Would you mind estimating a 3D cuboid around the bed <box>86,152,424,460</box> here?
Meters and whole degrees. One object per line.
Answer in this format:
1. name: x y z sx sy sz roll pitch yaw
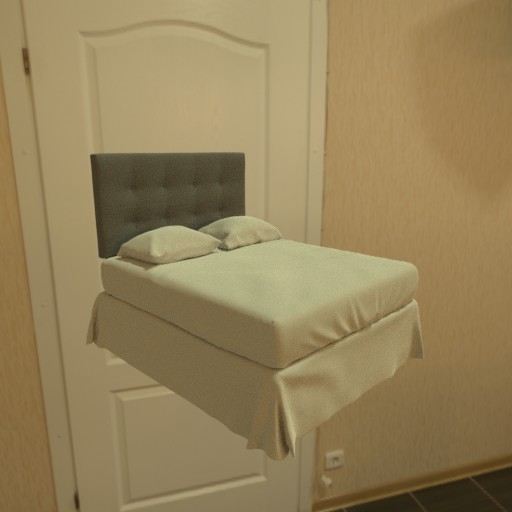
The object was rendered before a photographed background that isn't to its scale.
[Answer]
1. bed: 0.000 0.000 3.500 2.222 1.577 1.936 13 19 43
